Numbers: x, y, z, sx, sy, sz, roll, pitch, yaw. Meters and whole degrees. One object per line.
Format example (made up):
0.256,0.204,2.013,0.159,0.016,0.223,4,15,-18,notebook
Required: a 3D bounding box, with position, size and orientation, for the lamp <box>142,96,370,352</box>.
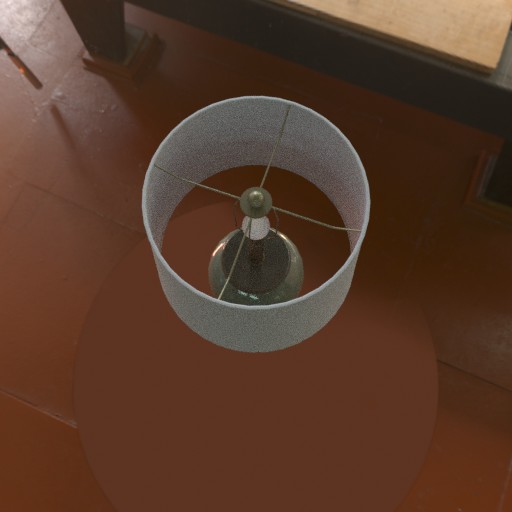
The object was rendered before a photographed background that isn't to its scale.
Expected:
0.000,0.000,0.558,0.239,0.399,0.239,0,76,0,lamp
